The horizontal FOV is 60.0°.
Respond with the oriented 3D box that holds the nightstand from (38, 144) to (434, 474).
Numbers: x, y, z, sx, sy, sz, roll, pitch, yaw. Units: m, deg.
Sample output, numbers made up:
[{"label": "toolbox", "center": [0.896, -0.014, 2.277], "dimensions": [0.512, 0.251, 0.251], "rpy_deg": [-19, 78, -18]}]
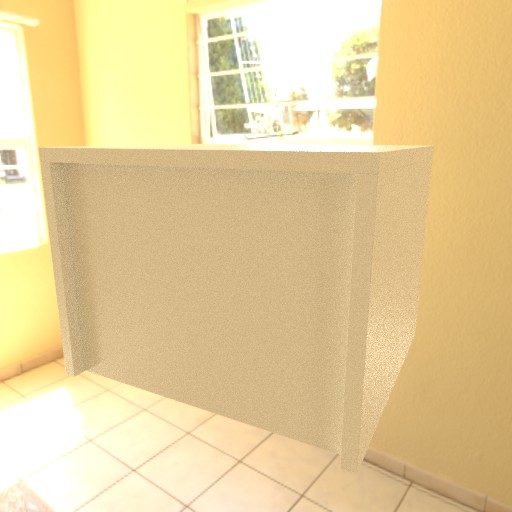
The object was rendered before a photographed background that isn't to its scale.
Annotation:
[{"label": "nightstand", "center": [0.000, 0.000, 0.730], "dimensions": [0.470, 0.351, 0.408], "rpy_deg": [8, 17, 27]}]
